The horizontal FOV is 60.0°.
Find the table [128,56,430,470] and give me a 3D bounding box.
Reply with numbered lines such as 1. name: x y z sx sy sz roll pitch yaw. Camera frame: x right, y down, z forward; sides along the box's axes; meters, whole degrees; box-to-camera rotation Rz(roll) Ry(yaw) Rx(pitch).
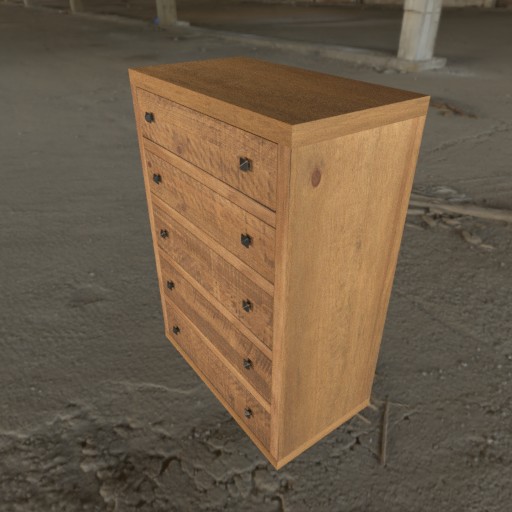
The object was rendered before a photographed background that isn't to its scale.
1. table: 0.000 0.000 1.731 0.524 1.294 0.901 -21 38 -30
